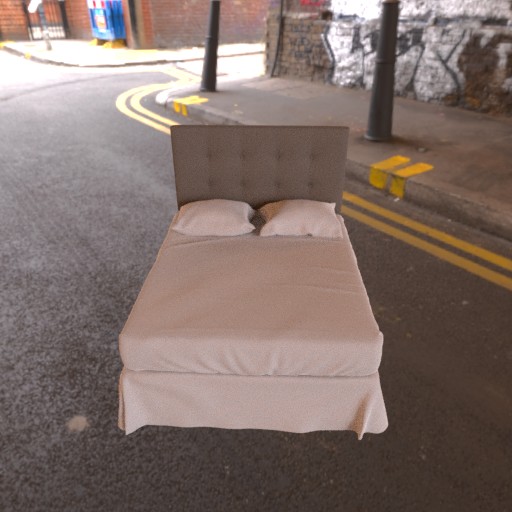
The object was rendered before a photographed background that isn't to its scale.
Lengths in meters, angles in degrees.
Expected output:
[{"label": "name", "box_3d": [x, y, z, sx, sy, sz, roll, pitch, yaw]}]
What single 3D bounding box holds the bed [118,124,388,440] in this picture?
[{"label": "bed", "box_3d": [0.000, 0.000, 3.541, 1.936, 1.577, 2.222, 1, 30, 2]}]
